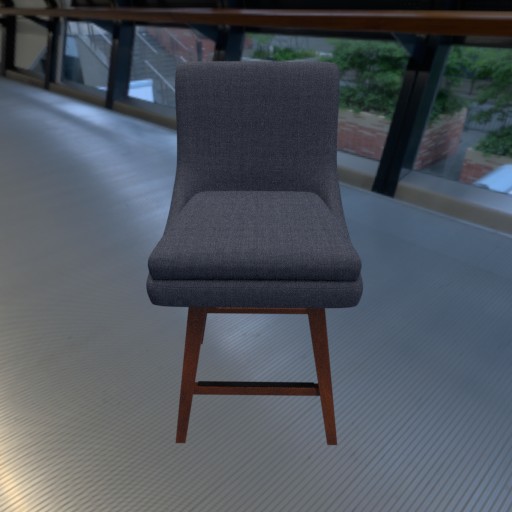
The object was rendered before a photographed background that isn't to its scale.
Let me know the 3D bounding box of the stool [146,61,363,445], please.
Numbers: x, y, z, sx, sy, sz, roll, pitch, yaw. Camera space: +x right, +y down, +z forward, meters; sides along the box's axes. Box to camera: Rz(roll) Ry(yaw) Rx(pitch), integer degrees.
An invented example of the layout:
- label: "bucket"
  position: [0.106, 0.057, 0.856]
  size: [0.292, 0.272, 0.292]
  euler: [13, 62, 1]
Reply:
- label: "stool"
  position: [0.000, 0.000, 1.174]
  size: [0.467, 0.895, 0.524]
  euler: [0, 31, 1]
